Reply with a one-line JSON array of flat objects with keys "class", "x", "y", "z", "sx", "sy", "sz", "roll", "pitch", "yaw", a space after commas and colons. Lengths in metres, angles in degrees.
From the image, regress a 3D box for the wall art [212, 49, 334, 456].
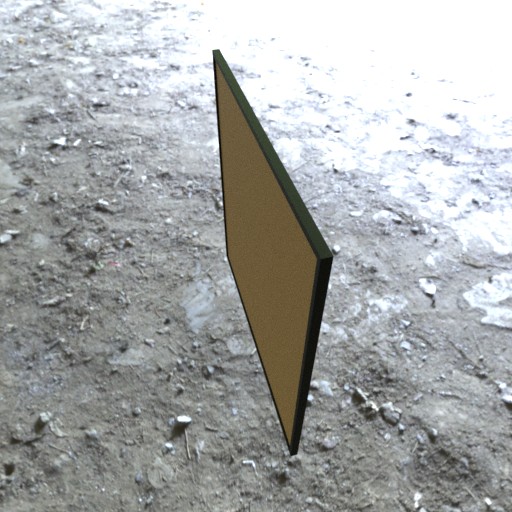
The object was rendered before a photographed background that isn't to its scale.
[{"class": "wall art", "x": 0.000, "y": 0.000, "z": 0.694, "sx": 0.013, "sy": 0.457, "sz": 0.458, "roll": -11, "pitch": 47, "yaw": -11}]
